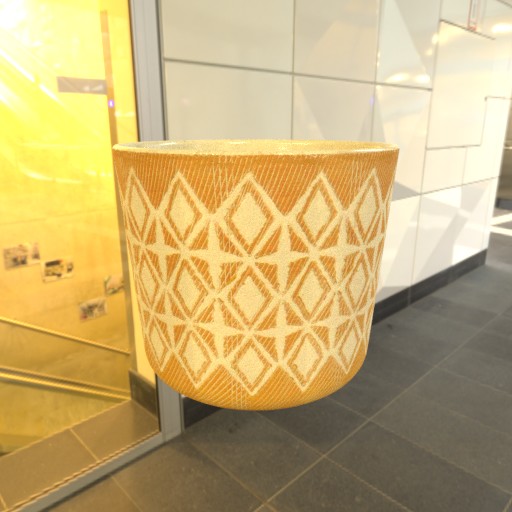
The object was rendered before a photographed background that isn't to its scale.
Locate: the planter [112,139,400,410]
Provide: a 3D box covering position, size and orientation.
[{"bbox_3d":[0.000,0.000,0.335,0.193,0.165,0.193,0,16,0],"label":"planter"}]
